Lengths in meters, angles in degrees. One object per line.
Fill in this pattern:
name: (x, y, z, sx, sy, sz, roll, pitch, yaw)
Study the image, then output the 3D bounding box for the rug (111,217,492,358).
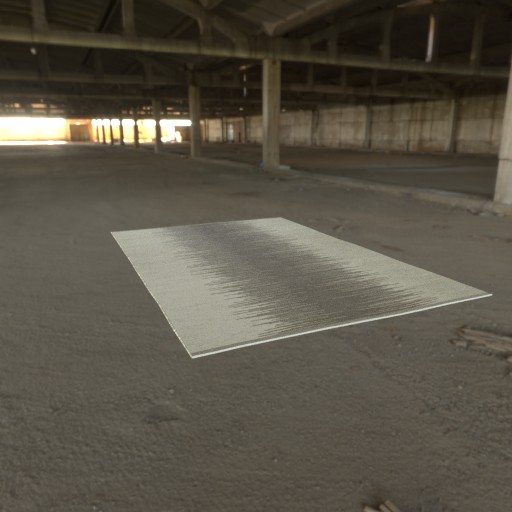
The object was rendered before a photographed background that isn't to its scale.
rug: (0.000, 0.000, 2.296, 1.226, 0.007, 1.815, -7, 17, -24)
